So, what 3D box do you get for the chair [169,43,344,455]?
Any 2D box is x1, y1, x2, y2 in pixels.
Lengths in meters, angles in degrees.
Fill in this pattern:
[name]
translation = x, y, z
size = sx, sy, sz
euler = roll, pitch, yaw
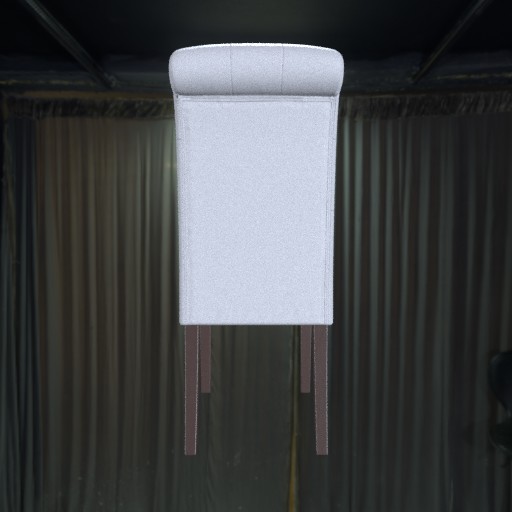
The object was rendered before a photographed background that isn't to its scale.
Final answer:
[chair]
translation = 0.000, 0.000, 1.345
size = 0.456, 1.006, 0.671
euler = 0, 0, 0
